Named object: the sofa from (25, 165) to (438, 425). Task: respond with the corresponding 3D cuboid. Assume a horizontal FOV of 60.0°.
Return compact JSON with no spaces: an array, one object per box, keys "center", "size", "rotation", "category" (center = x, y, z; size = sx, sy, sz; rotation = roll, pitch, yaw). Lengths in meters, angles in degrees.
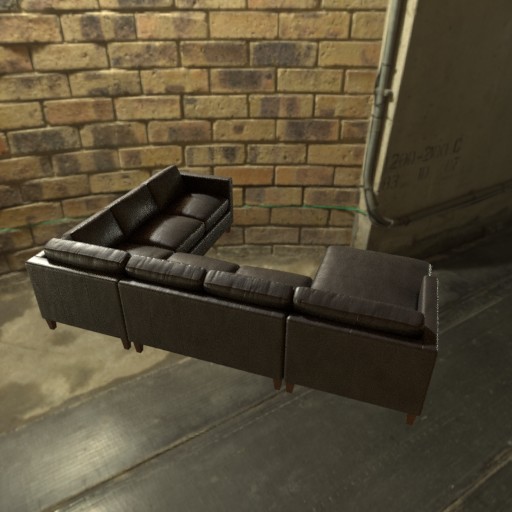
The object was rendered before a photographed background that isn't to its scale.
[{"center":[0.000,0.000,4.428],"size":[3.324,0.891,2.452],"rotation":[10,32,17],"category":"sofa"}]
